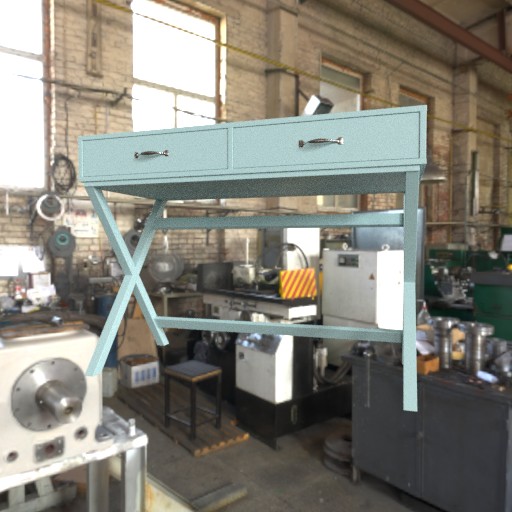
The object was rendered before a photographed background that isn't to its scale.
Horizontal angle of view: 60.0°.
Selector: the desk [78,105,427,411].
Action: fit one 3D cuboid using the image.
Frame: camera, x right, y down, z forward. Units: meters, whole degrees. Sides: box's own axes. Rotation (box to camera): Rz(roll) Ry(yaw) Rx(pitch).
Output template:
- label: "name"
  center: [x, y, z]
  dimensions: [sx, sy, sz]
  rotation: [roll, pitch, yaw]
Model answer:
- label: "desk"
  center: [0.000, 0.000, 1.515]
  dimensions: [1.057, 0.780, 0.525]
  rotation: [0, 2, 18]
